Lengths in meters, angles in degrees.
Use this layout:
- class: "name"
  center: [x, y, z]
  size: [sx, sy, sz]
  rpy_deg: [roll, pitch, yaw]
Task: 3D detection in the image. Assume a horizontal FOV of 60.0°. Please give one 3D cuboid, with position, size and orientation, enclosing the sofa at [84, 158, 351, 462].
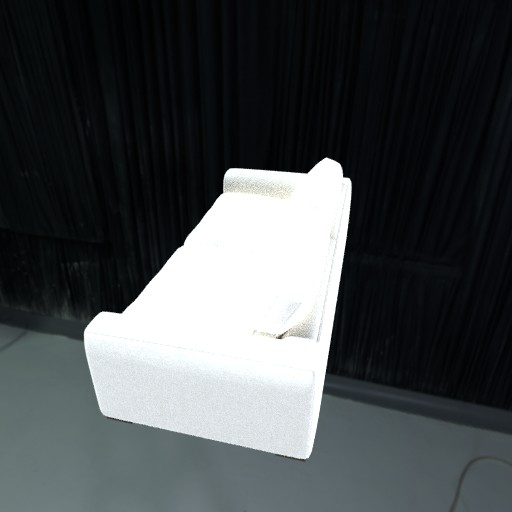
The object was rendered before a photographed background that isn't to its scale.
- class: "sofa"
  center: [0.000, 0.000, 2.839]
  size: [1.070, 0.801, 2.262]
  rpy_deg: [7, 31, 12]
